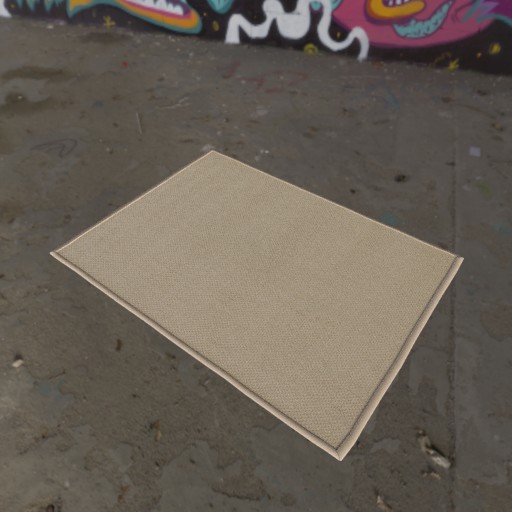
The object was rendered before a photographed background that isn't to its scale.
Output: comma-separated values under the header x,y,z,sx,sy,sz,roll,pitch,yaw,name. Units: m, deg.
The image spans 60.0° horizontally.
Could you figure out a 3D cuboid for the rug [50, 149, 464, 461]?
x,y,z,sx,sy,sz,roll,pitch,yaw,name
0.000,0.000,2.739,2.081,0.020,1.525,28,52,25,rug
